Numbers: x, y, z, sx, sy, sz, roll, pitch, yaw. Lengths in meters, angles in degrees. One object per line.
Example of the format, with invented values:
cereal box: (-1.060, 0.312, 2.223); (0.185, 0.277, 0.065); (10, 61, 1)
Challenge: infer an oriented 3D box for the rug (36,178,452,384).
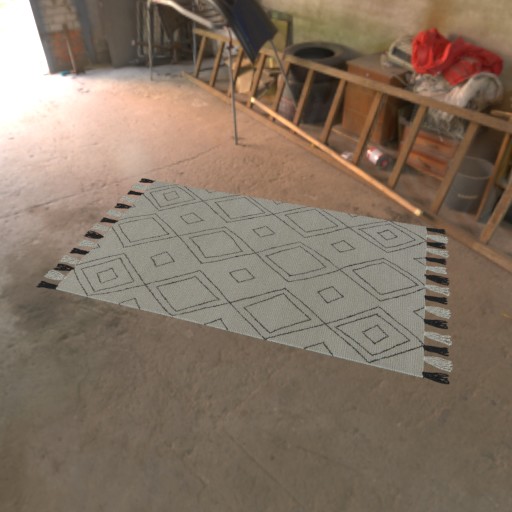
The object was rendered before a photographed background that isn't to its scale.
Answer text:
rug: (0.000, 0.000, 3.311); (2.755, 0.021, 1.524); (11, 42, 13)
